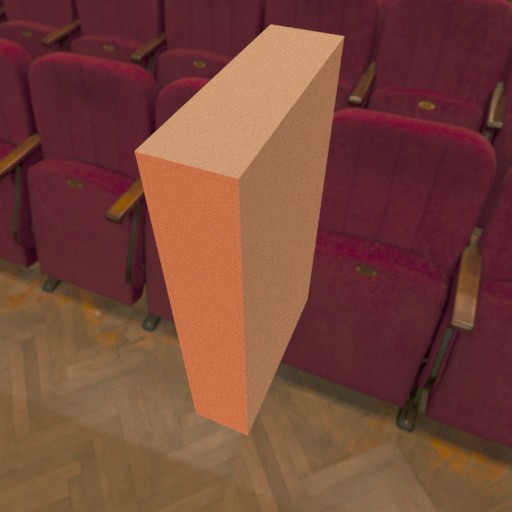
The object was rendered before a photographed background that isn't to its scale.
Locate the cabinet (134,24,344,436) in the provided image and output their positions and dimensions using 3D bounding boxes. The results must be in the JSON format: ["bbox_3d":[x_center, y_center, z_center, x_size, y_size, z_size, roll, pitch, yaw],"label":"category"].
[{"bbox_3d":[0.000,0.000,1.583,0.250,1.280,0.750,17,50,16],"label":"cabinet"}]
